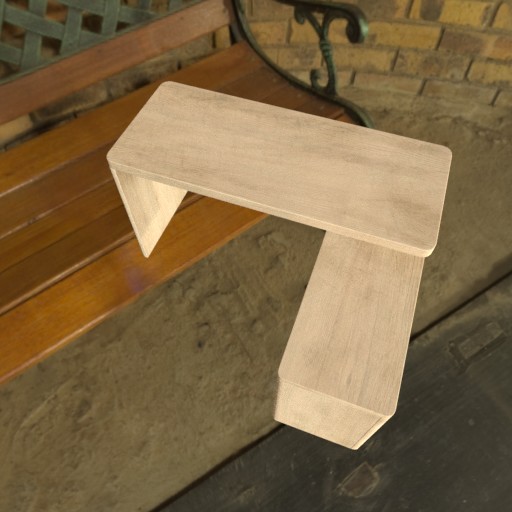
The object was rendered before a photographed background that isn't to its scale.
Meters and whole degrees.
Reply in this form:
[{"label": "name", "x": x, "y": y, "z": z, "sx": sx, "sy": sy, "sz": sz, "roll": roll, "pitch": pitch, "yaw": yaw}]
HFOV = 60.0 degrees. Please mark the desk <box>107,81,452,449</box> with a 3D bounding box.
[{"label": "desk", "x": 0.000, "y": 0.000, "z": 2.083, "sx": 1.400, "sy": 0.770, "sz": 1.175, "roll": 17, "pitch": 59, "yaw": 11}]
